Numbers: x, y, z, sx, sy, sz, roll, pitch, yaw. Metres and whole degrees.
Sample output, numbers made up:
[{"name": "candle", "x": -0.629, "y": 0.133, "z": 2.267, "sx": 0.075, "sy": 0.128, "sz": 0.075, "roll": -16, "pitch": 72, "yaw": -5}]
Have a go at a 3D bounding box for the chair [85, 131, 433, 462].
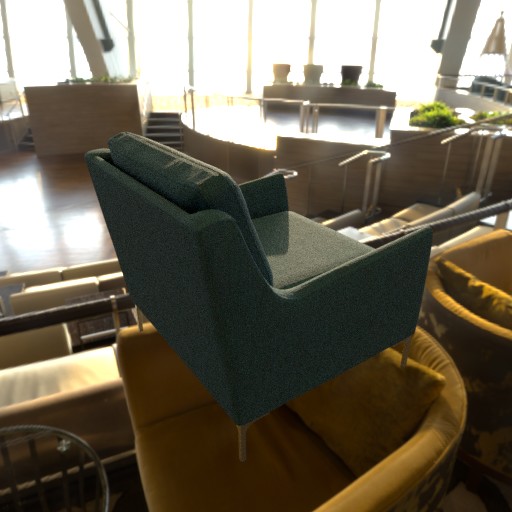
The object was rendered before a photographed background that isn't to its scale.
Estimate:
[{"name": "chair", "x": 0.000, "y": 0.000, "z": 1.553, "sx": 0.849, "sy": 0.828, "sz": 0.847, "roll": -17, "pitch": 31, "yaw": -31}]
